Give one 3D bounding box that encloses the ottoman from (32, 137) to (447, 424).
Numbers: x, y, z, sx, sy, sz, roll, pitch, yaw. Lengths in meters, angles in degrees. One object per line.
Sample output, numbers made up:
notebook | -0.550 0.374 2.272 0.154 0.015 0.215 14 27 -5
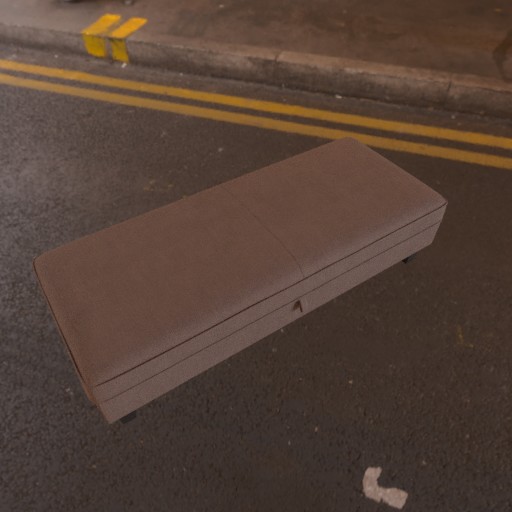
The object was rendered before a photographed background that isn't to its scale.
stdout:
ottoman | 0.000 0.000 2.061 1.764 0.470 0.751 -25 51 -23
